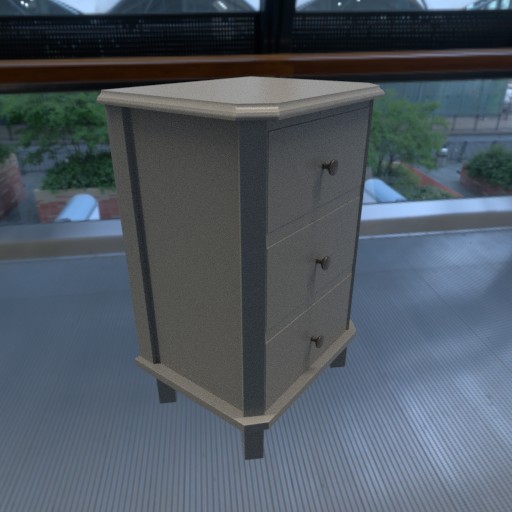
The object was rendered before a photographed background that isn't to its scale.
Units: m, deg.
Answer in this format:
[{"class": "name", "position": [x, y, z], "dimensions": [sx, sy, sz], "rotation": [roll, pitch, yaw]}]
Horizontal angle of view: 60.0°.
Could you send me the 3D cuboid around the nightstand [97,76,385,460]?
[{"class": "nightstand", "position": [0.000, 0.000, 0.951], "dimensions": [0.348, 0.680, 0.435], "rotation": [18, 31, 33]}]
